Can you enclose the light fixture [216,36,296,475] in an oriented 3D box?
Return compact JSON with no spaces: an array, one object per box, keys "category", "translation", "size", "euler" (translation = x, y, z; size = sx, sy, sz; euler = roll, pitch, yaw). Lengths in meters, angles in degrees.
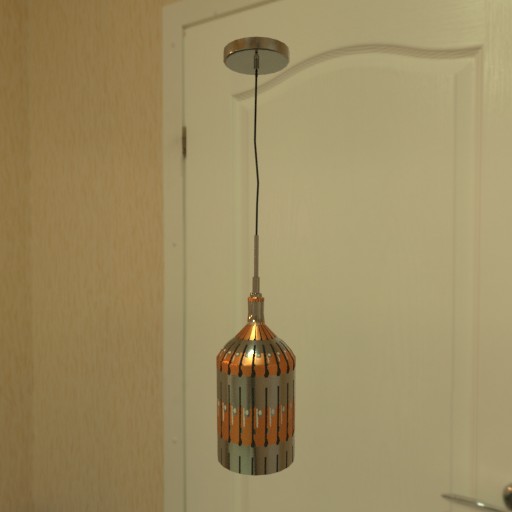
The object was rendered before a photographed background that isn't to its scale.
[{"category":"light fixture","translation":[0.000,0.000,1.685],"size":[0.303,1.535,0.303],"euler":[0,1,0]}]
